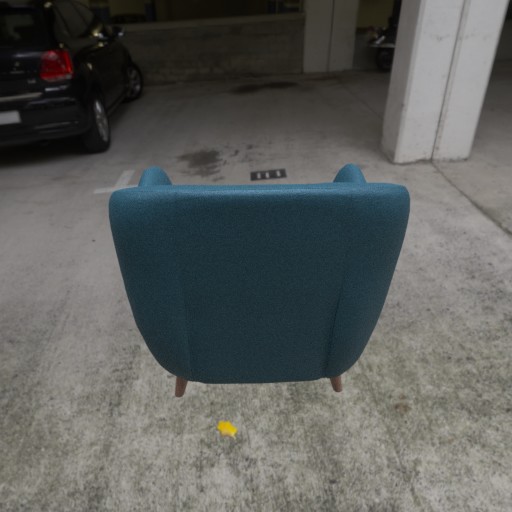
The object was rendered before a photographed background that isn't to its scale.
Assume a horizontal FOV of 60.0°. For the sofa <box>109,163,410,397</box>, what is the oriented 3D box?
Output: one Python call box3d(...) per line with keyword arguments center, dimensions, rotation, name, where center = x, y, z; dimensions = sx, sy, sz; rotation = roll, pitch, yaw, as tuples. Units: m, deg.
box3d(center=(0.000, 0.000, 1.514), dimensions=(0.836, 0.817, 0.825), rotation=(-1, 31, -2), name="sofa")
